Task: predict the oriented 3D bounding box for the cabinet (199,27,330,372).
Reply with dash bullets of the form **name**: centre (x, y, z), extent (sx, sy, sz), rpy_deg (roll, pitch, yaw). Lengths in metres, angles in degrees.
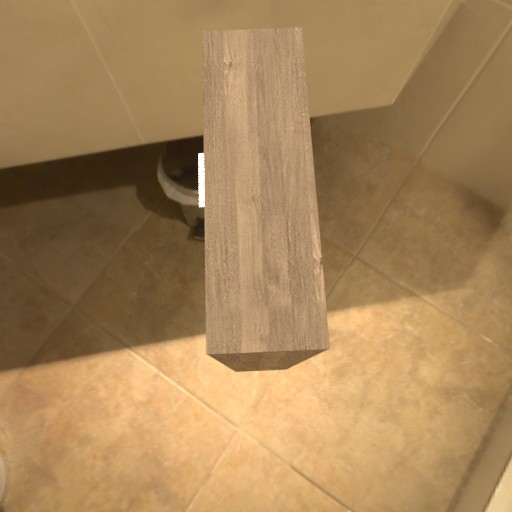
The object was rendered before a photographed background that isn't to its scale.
- **cabinet**: centre (0.000, 0.000, 1.562), extent (0.250, 1.280, 0.750), rpy_deg (-2, 74, -1)
